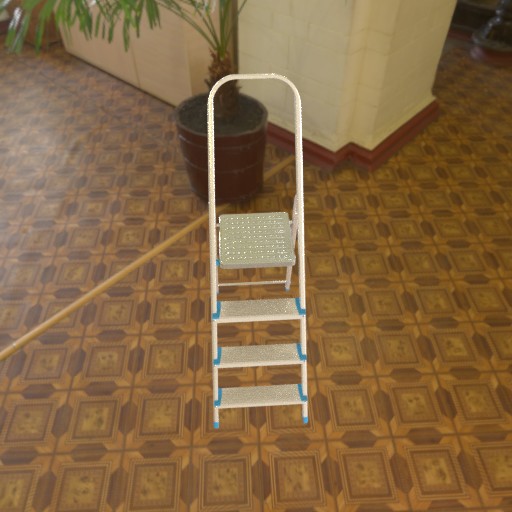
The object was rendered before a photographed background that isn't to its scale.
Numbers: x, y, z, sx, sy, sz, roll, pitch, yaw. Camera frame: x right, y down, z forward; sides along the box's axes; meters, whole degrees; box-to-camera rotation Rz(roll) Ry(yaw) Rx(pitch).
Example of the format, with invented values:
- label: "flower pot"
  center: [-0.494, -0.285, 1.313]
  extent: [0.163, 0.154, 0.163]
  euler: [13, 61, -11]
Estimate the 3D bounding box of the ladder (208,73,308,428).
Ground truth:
- label: "ladder"
  center: [0.000, 0.000, 1.849]
  extent: [0.445, 1.434, 0.842]
  euler: [-2, 47, -2]
